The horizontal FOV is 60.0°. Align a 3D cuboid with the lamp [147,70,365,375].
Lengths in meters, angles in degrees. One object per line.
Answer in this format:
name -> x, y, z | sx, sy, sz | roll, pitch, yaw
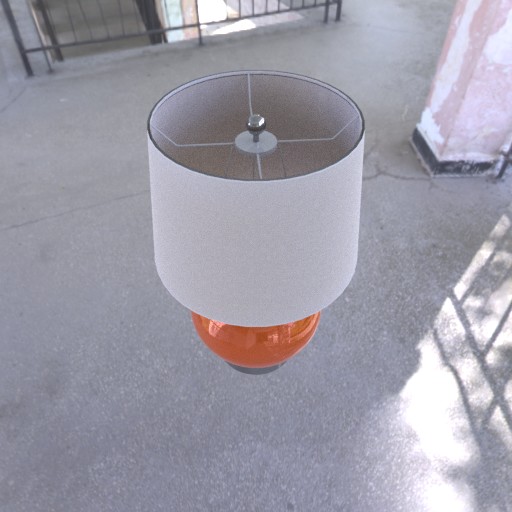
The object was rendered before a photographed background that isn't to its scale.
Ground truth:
lamp -> 0.000, 0.000, 0.562 | 0.247, 0.387, 0.247 | 0, 46, 0
